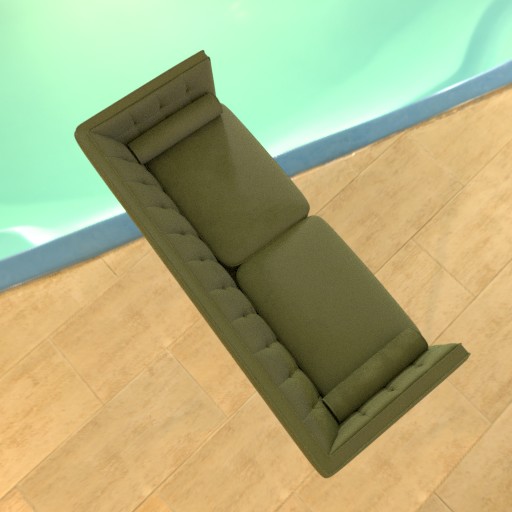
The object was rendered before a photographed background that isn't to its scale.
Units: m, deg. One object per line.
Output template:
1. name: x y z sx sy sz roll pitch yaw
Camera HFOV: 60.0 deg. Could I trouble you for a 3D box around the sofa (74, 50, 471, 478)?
1. sofa: 0.000 0.000 2.478 0.867 0.789 2.087 -36 77 -10
